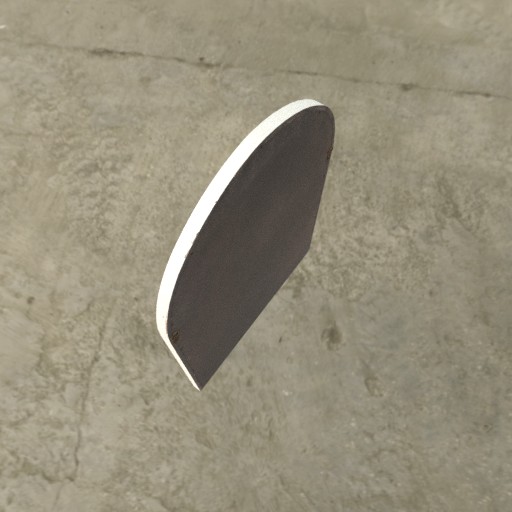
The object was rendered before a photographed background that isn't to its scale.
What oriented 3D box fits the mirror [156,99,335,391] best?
[{"bbox_3d":[0.000,0.000,1.194,0.032,0.920,0.660,33,68,16],"label":"mirror"}]
